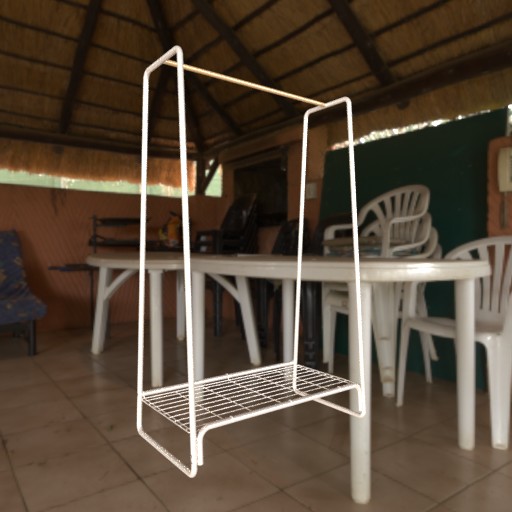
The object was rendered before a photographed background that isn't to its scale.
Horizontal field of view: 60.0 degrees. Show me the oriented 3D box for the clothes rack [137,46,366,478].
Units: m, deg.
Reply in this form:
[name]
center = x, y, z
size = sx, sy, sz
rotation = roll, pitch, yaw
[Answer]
[clothes rack]
center = 0.000, 0.000, 1.939
size = 0.900, 1.500, 0.495
rotation = -1, 1, -37
